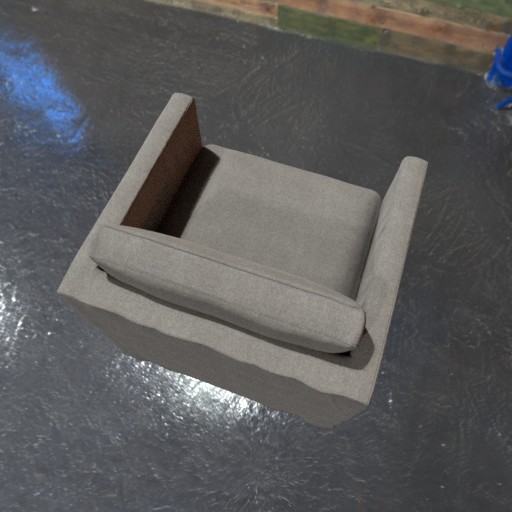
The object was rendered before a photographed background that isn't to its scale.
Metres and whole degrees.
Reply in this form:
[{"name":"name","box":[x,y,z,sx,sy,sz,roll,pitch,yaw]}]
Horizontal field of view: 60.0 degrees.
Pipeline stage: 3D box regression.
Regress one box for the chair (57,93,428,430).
[{"name":"chair","box":[0.000,0.000,1.748,1.057,0.863,0.949,18,65,9]}]
